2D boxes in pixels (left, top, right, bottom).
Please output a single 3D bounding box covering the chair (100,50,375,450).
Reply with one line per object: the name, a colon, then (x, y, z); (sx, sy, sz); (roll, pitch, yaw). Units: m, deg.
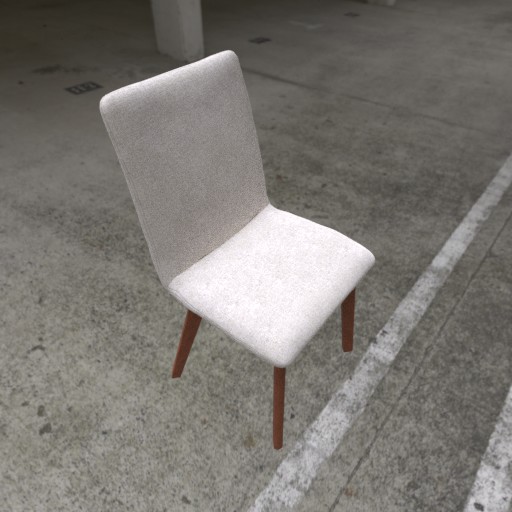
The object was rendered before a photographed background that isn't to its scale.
chair: (0.000, 0.000, 1.305); (0.563, 0.974, 0.522); (27, 48, 27)
